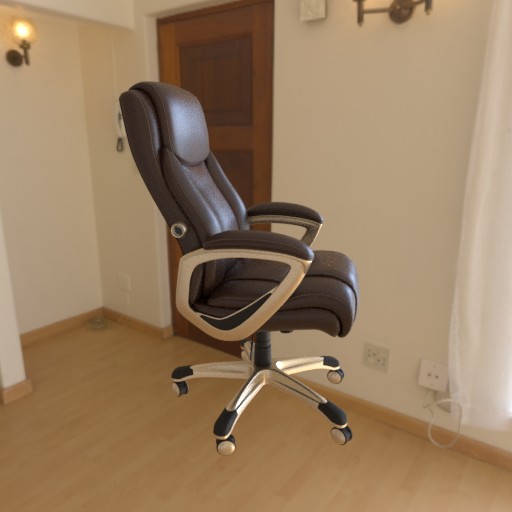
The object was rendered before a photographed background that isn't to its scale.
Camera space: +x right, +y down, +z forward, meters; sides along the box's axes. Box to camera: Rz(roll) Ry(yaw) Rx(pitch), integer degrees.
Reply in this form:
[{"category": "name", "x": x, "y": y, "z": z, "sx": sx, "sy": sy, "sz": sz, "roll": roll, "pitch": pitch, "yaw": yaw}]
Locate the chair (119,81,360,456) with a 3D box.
[{"category": "chair", "x": 0.000, "y": 0.000, "z": 1.618, "sx": 0.749, "sy": 1.194, "sz": 0.692, "roll": 3, "pitch": 15, "yaw": 11}]
